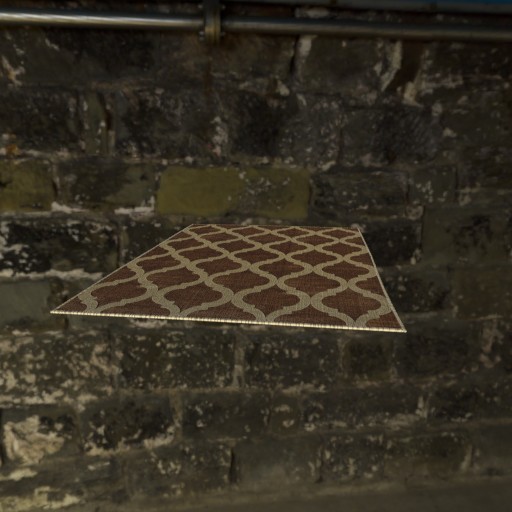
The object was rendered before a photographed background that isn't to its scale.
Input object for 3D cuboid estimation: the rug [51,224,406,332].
[{"bbox_3d":[0.000,0.000,2.940,1.522,0.008,2.284,2,14,8],"label":"rug"}]
